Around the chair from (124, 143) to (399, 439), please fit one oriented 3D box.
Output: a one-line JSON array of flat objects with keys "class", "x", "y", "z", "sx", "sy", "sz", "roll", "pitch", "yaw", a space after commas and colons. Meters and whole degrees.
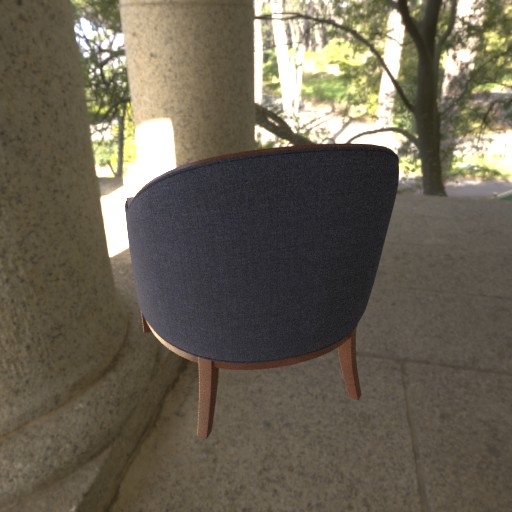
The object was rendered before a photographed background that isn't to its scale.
[{"class": "chair", "x": 0.000, "y": 0.000, "z": 1.484, "sx": 0.803, "sy": 0.876, "sz": 0.735, "roll": -8, "pitch": 27, "yaw": -16}]
